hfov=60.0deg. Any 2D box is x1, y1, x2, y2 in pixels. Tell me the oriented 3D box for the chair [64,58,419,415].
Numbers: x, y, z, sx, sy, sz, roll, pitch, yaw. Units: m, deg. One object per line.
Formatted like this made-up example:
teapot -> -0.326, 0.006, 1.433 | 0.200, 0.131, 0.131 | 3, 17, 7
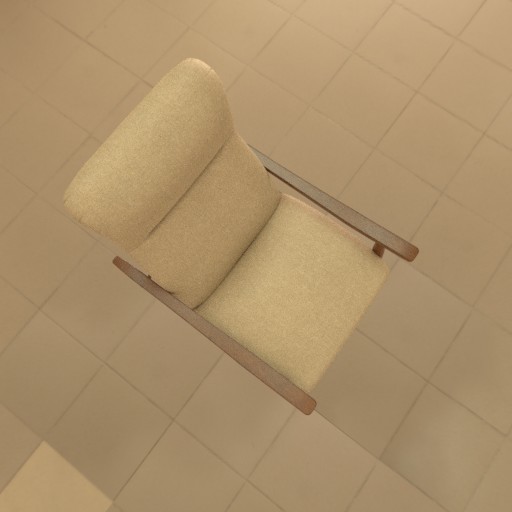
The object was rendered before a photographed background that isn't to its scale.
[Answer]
chair -> 0.000, 0.000, 1.802 | 1.030, 1.082, 0.762 | 36, 79, 8
